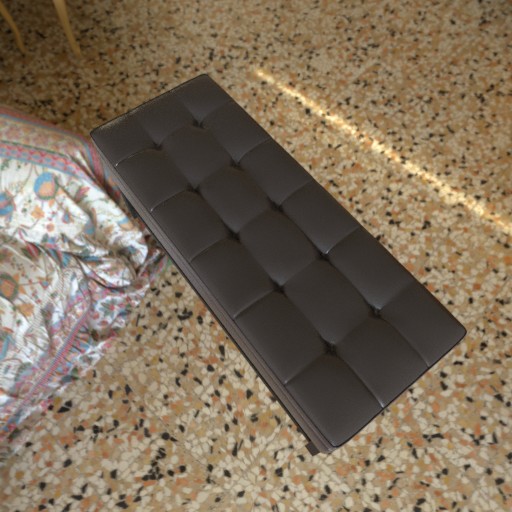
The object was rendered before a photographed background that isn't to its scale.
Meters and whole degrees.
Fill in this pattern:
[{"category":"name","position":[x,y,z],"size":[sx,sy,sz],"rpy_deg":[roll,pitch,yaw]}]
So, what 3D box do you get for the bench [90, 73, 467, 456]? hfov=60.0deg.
[{"category":"bench","position":[0.000,0.000,1.361],"size":[0.432,0.460,1.105],"rpy_deg":[-34,68,-16]}]
